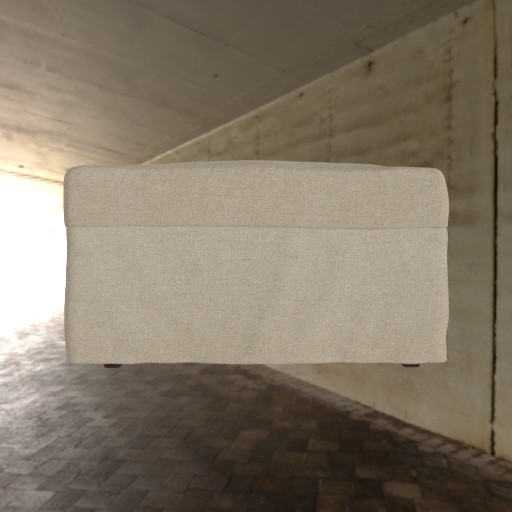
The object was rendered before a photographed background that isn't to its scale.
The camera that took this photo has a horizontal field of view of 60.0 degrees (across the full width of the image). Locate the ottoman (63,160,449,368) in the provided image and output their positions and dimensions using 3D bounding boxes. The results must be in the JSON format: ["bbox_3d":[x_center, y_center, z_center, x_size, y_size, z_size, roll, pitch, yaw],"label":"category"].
[{"bbox_3d":[0.000,0.000,1.254,0.833,0.485,0.650,0,1,0],"label":"ottoman"}]
